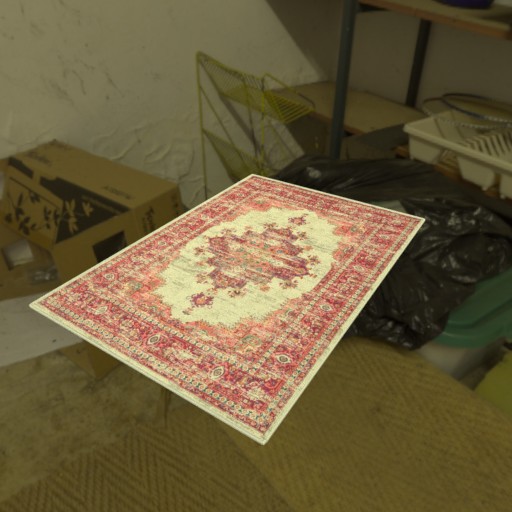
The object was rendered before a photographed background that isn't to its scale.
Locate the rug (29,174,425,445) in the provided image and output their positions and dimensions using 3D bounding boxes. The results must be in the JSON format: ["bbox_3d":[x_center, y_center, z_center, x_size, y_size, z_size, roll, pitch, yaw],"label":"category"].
[{"bbox_3d":[0.000,0.000,2.254,1.217,0.011,1.747,20,38,28],"label":"rug"}]
